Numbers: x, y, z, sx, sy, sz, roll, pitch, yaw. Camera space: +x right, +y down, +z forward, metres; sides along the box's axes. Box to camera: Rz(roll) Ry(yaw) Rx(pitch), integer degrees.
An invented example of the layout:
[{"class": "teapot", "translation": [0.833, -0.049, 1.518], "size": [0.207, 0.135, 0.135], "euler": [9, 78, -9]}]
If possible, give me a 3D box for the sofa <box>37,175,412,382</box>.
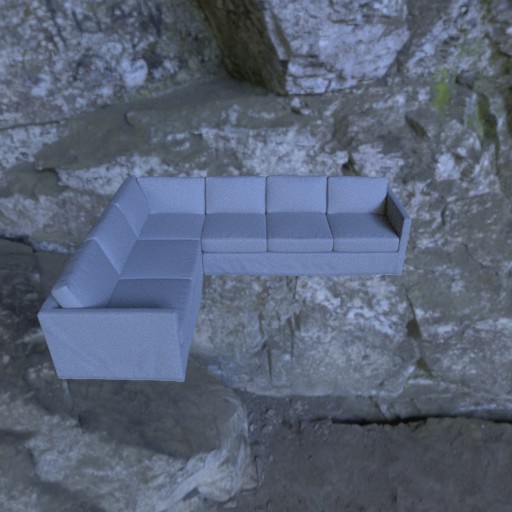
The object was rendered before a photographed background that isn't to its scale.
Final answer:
[{"class": "sofa", "translation": [0.000, 0.000, 4.350], "size": [3.182, 0.871, 2.432], "euler": [0, 32, 0]}]
